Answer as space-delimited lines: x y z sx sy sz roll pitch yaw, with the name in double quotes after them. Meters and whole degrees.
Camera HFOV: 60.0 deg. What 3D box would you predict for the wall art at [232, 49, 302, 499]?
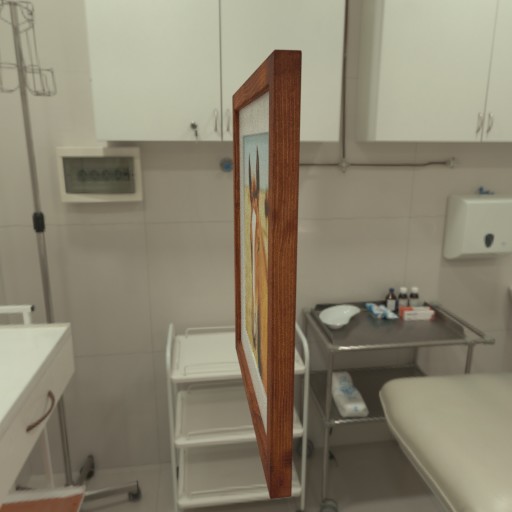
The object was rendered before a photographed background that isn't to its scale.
0.000 0.000 0.750 0.030 0.558 0.462 -2 14 -8 "wall art"
